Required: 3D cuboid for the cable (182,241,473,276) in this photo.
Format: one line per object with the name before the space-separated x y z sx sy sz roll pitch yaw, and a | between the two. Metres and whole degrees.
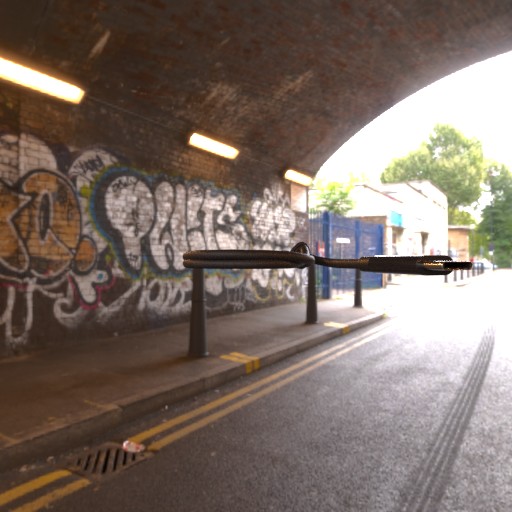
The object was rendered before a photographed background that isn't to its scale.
cable | 0.000 0.000 0.207 0.070 0.014 0.192 0 0 -19
